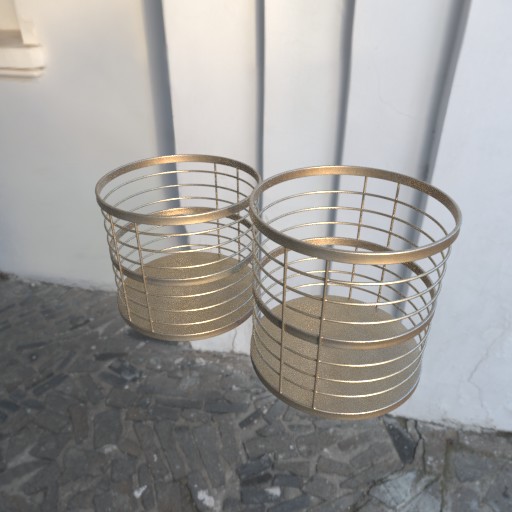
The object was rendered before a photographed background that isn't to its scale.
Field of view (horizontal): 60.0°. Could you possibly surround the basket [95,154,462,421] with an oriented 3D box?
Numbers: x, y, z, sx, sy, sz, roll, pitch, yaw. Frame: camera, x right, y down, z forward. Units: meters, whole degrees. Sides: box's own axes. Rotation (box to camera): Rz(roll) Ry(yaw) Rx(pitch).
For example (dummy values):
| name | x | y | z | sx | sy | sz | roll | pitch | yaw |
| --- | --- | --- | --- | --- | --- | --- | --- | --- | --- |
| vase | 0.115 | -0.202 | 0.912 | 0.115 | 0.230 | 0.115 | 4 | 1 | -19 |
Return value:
| name | x | y | z | sx | sy | sz | roll | pitch | yaw |
| --- | --- | --- | --- | --- | --- | --- | --- | --- | --- |
| basket | 0.000 | 0.000 | 0.944 | 0.746 | 0.351 | 0.356 | 18 | 36 | 27 |
